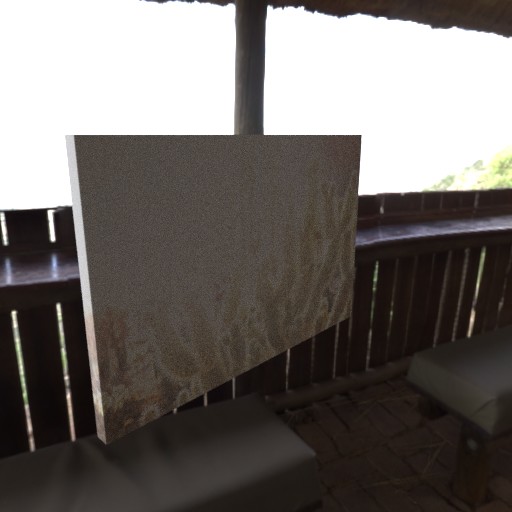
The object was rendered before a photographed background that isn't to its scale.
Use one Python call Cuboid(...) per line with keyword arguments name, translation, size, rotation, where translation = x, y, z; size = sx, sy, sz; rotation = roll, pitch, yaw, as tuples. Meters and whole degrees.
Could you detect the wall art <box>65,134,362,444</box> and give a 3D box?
Cuboid(name="wall art", translation=(0.000, 0.000, 1.150), size=(0.040, 0.608, 0.916), rotation=(14, 21, 42))
